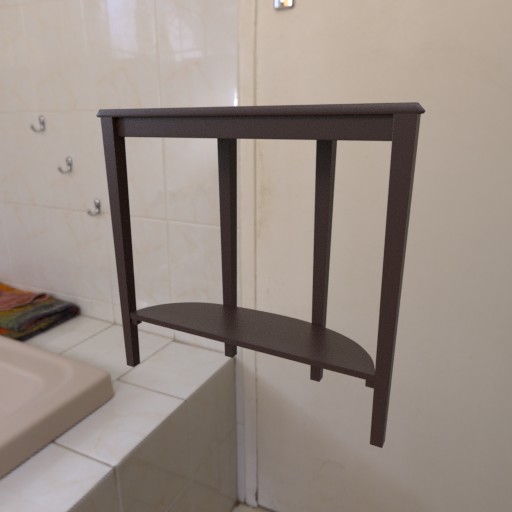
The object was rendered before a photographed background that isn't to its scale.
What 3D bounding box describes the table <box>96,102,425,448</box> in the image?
[{"bbox_3d":[0.000,0.000,1.313,0.909,0.831,0.274,9,18,27],"label":"table"}]
